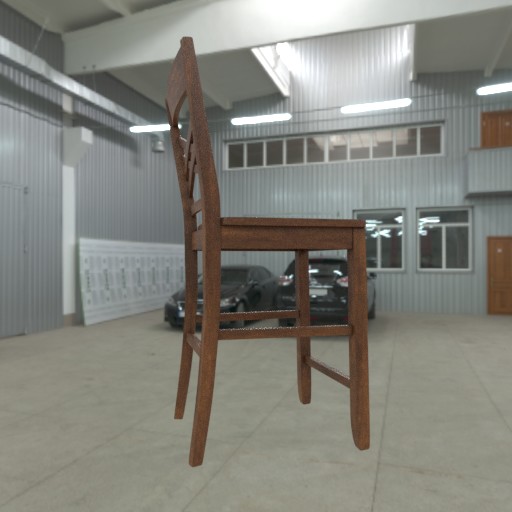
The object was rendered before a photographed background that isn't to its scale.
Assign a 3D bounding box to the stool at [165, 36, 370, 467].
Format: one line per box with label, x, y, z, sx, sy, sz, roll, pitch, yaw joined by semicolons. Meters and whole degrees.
stool;0.000;0.000;1.374;0.539;1.079;0.462;0;-1;-17
